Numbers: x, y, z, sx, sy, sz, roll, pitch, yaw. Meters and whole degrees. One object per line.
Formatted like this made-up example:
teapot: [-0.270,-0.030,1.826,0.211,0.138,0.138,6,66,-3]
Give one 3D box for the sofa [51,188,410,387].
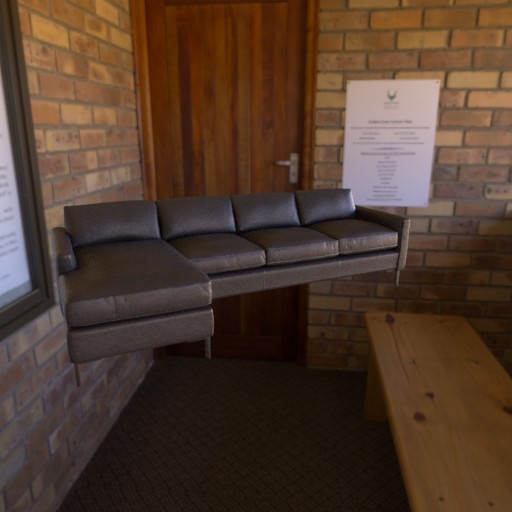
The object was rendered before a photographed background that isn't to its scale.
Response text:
sofa: [0.000,0.000,3.617,2.993,0.859,1.471,-7,17,-24]
